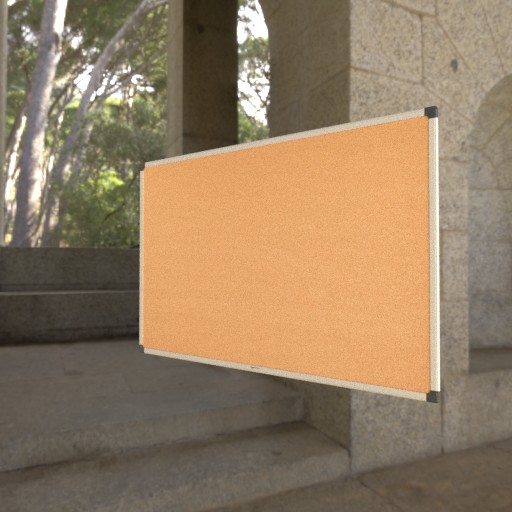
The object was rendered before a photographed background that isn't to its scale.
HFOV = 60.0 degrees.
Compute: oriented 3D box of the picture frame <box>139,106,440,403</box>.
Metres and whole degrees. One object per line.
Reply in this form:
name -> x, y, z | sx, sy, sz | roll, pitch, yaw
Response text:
picture frame -> 0.000, 0.000, 1.150 | 0.900, 0.600, 0.010 | -1, -1, 35
